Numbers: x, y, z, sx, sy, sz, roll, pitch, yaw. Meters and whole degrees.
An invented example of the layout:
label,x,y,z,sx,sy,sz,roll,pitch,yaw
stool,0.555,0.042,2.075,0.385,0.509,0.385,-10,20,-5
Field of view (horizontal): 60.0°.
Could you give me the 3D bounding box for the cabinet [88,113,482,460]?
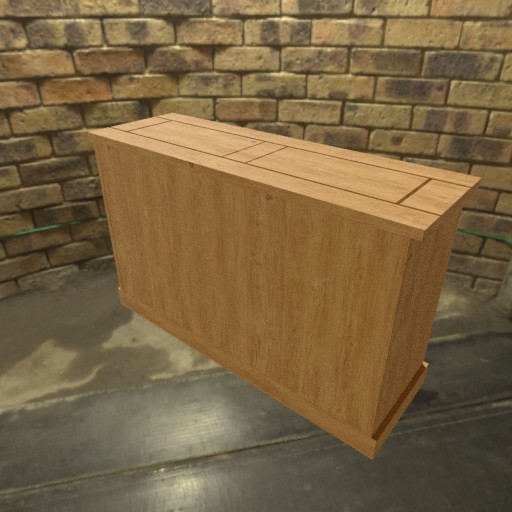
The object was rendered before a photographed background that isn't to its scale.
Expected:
label,x,y,z,sx,sy,sz,roll,pitch,yaw
cabinet,0.000,0.000,1.691,1.321,0.810,0.432,22,37,33
